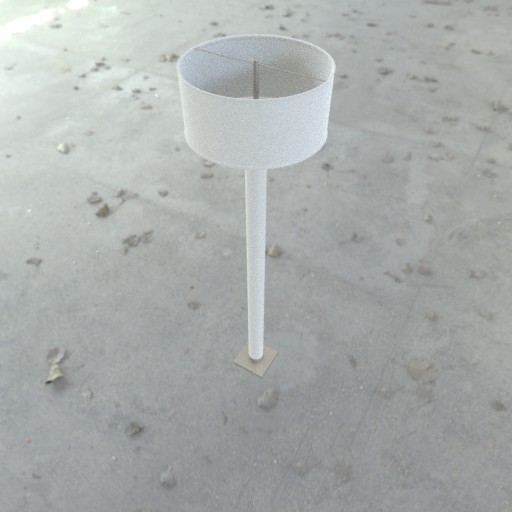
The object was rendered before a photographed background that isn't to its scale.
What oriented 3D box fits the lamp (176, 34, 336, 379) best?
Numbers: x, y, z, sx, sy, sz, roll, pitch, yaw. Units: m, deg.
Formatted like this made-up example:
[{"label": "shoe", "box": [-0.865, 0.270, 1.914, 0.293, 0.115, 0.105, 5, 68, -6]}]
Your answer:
[{"label": "lamp", "box": [0.000, 0.000, 1.692, 0.420, 1.475, 0.420, 23, 50, 21]}]
